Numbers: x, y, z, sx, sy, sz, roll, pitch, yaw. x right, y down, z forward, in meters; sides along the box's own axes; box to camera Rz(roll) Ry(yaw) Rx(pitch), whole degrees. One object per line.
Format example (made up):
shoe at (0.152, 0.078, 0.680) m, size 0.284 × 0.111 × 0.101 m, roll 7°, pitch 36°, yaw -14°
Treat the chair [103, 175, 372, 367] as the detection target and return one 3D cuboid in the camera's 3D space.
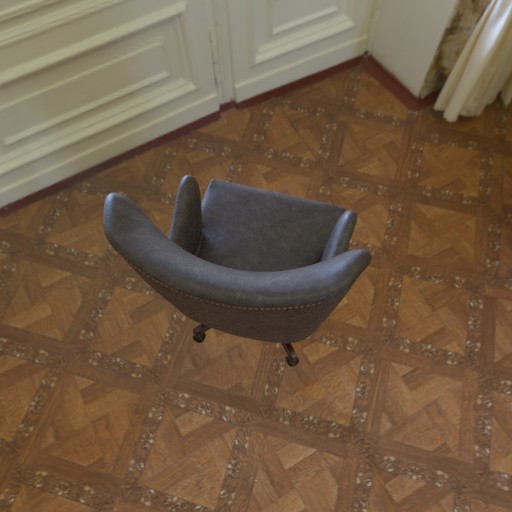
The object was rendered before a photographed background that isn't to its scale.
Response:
chair at (0.000, 0.000, 1.460) m, size 0.594 × 1.037 × 0.717 m, roll 13°, pitch 64°, yaw 7°
